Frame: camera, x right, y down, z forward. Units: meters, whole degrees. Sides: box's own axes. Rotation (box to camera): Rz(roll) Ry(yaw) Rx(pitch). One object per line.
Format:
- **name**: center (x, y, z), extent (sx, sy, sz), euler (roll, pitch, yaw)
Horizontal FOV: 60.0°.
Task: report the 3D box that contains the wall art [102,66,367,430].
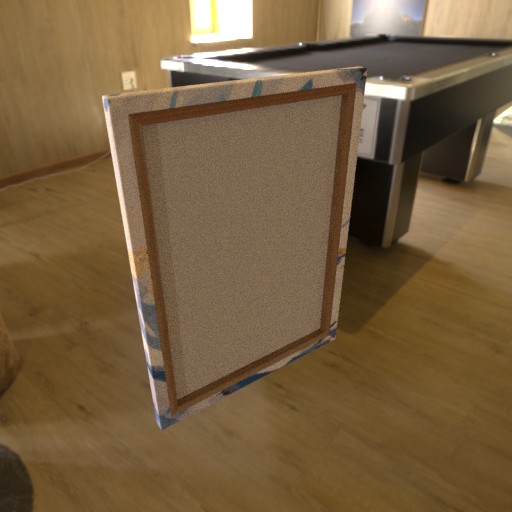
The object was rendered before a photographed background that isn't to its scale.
- **wall art**: center (0.000, 0.000, 1.354), extent (0.761, 1.015, 0.038), euler (-20, 36, -30)
